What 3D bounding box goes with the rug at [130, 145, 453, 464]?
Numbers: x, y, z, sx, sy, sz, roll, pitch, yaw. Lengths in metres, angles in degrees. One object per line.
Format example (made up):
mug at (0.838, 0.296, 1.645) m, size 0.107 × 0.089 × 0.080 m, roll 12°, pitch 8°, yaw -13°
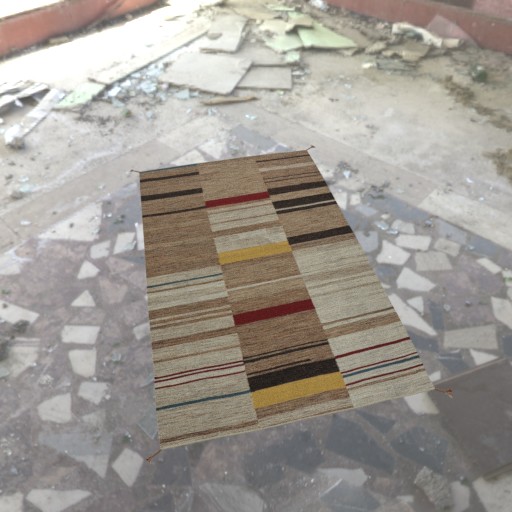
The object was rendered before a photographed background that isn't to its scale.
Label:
rug at (0.000, 0.000, 2.366) m, size 1.268 × 0.007 × 1.918 m, roll -9°, pitch 47°, yaw -9°
